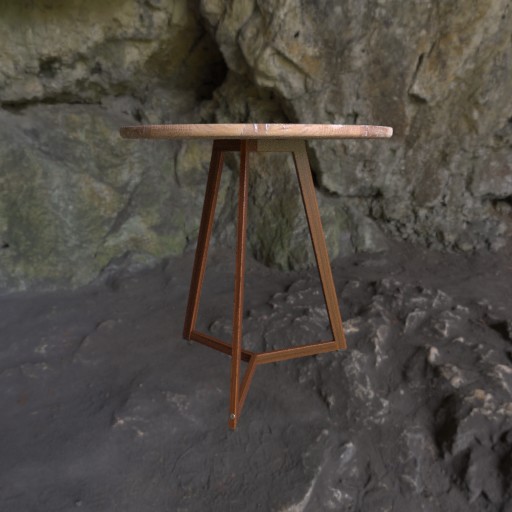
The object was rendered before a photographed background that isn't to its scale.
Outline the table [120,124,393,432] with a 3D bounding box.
[{"bbox_3d":[0.000,0.000,0.908,0.500,0.500,0.500,0,14,0],"label":"table"}]
